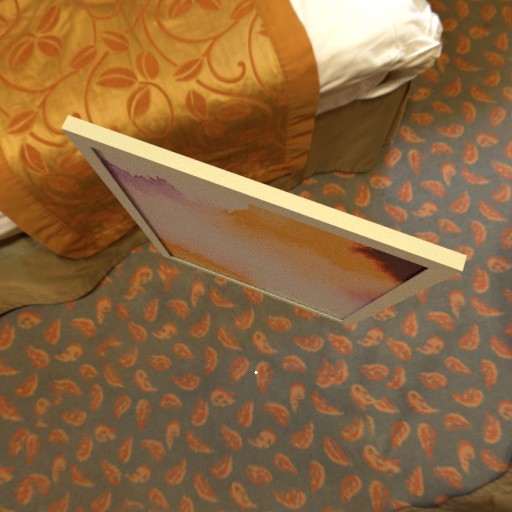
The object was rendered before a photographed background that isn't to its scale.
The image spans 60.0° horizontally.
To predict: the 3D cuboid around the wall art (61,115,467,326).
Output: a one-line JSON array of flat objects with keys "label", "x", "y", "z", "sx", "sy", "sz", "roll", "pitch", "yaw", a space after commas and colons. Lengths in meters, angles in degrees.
[{"label": "wall art", "x": 0.000, "y": 0.000, "z": 1.079, "sx": 0.661, "sy": 0.811, "sz": 0.026, "roll": 20, "pitch": 76, "yaw": 5}]
